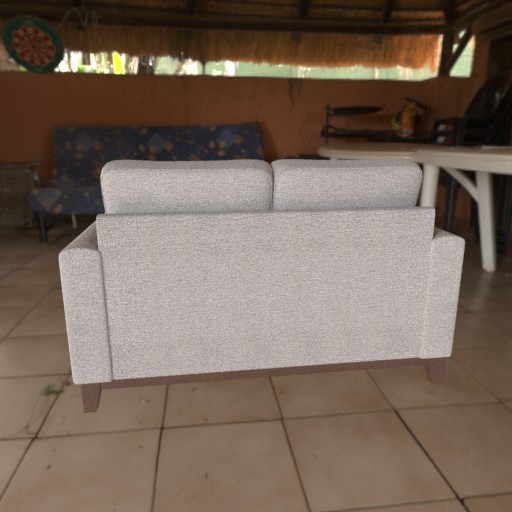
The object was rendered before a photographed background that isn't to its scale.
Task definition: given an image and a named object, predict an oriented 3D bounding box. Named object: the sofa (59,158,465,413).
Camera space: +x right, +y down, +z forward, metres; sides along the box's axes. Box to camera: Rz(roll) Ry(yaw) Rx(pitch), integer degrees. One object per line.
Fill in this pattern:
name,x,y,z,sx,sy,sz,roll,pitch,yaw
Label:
sofa,0.000,0.000,1.989,1.420,0.873,0.917,-2,15,-8
